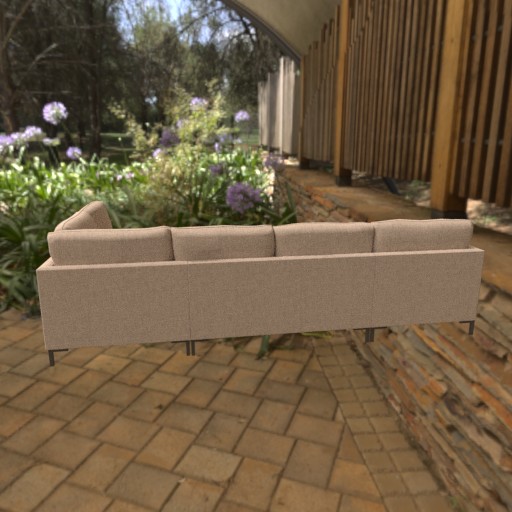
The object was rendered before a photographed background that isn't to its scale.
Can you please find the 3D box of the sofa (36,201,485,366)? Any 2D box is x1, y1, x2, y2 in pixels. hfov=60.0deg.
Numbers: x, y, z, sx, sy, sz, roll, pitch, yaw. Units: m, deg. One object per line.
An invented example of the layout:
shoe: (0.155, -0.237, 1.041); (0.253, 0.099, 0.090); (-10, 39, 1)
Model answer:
sofa: (0.000, 0.000, 4.265); (3.423, 0.996, 2.021); (-2, 15, -9)
